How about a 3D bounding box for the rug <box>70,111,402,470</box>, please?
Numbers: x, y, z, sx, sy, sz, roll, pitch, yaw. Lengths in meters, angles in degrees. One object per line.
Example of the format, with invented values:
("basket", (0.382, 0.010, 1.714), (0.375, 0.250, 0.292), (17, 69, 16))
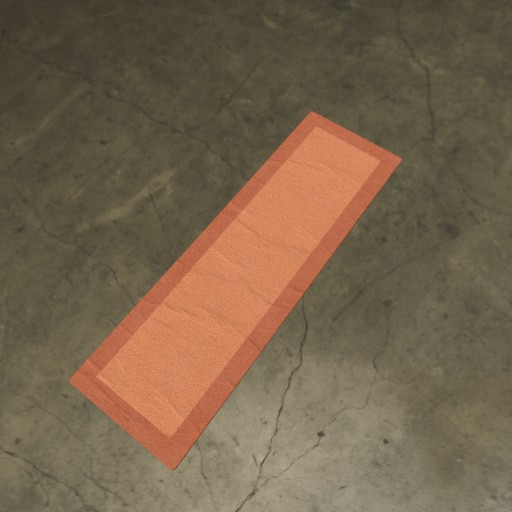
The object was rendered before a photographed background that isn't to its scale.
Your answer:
("rug", (0.000, 0.000, 2.744), (0.914, 0.013, 2.471), (30, 67, 14))
